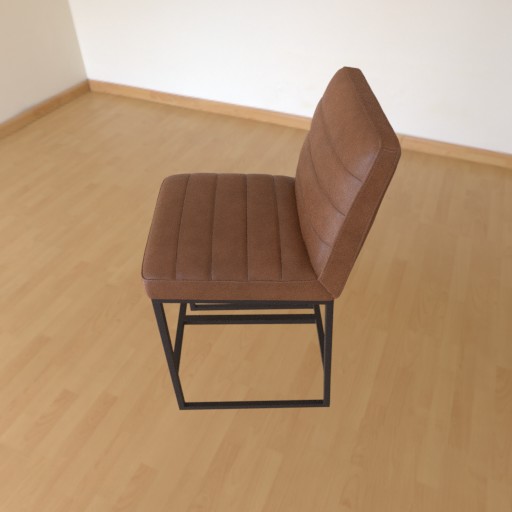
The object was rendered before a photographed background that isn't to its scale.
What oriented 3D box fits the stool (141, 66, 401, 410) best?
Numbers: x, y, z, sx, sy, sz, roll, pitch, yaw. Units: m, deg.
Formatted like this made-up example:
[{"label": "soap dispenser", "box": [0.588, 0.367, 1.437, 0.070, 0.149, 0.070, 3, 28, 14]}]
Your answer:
[{"label": "stool", "box": [0.000, 0.000, 1.281, 0.556, 0.940, 0.458, -1, 42, -1]}]
